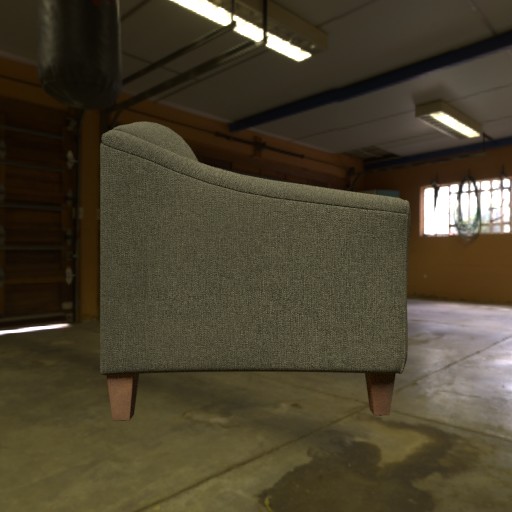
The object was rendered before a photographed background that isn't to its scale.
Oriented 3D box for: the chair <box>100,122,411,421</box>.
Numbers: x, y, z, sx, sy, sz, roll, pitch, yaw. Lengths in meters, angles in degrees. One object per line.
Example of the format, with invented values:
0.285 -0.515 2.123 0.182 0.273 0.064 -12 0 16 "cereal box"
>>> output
0.000 0.000 1.465 0.787 0.839 0.763 0 0 -1 "chair"
